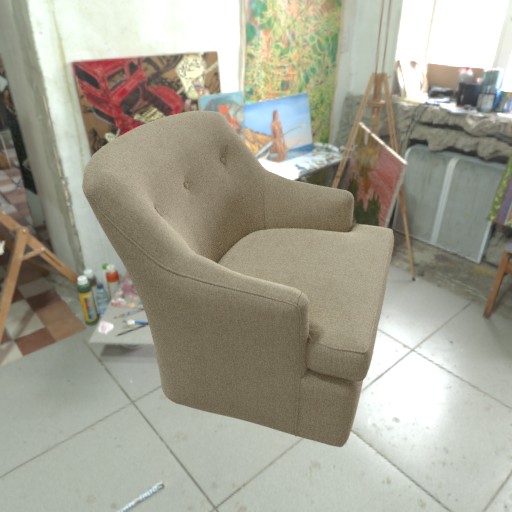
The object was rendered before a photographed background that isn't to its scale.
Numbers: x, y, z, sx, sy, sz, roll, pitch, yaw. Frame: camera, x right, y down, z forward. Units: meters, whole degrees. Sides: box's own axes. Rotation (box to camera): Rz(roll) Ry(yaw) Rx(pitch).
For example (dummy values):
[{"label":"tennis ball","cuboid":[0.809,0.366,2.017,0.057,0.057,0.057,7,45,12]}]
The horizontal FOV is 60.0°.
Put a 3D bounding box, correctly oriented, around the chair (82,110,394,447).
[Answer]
[{"label":"chair","cuboid":[0.000,0.000,1.600,0.923,0.856,0.864,11,32,17]}]
